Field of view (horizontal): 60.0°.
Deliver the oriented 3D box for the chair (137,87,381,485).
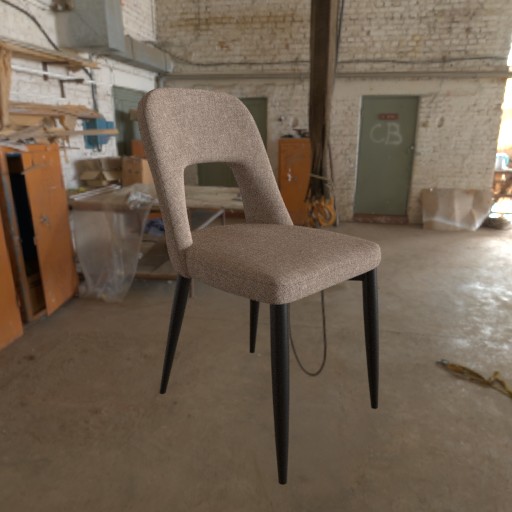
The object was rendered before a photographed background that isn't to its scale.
[{"bbox_3d":[0.000,0.000,1.269,0.612,0.931,0.470,15,22,43],"label":"chair"}]
